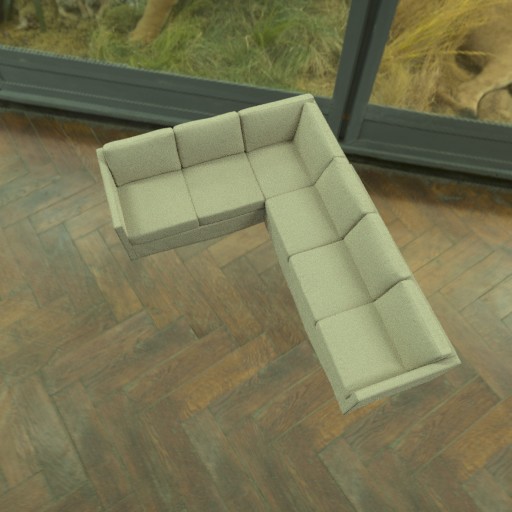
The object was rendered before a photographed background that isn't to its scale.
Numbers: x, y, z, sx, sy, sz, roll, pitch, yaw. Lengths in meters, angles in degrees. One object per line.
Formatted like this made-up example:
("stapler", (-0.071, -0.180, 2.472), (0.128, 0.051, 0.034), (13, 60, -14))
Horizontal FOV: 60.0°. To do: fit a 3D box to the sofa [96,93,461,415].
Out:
("sofa", (0.000, 0.000, 4.290), (2.432, 0.871, 3.182), (-17, 64, -9))
